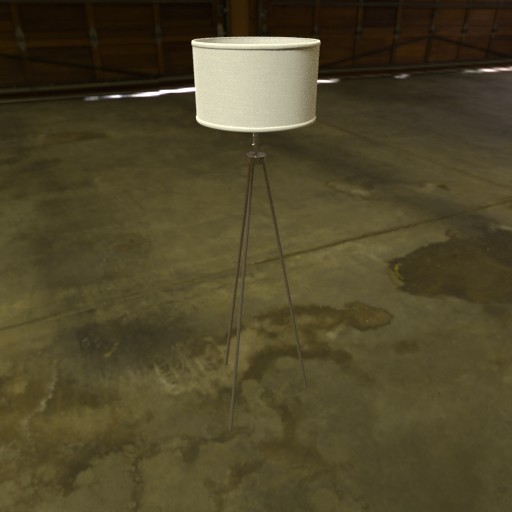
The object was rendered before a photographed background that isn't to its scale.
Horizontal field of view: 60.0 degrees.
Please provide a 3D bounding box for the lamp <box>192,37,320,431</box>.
[{"bbox_3d":[0.000,0.000,1.766,0.448,1.545,0.458,9,30,16],"label":"lamp"}]
